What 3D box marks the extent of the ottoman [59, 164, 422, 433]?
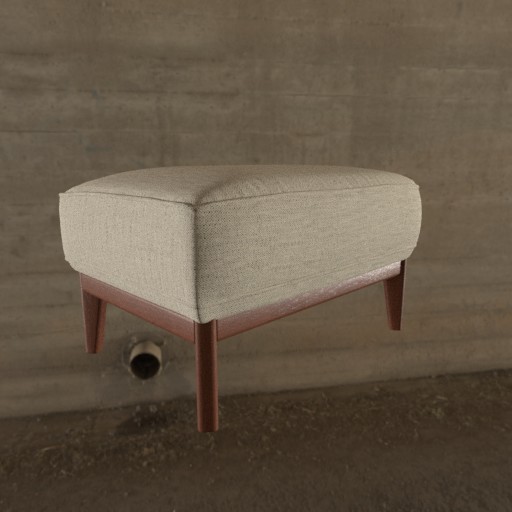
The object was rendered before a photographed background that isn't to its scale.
[{"bbox_3d":[0.000,0.000,1.162,0.794,0.465,0.594,-12,17,-43],"label":"ottoman"}]
